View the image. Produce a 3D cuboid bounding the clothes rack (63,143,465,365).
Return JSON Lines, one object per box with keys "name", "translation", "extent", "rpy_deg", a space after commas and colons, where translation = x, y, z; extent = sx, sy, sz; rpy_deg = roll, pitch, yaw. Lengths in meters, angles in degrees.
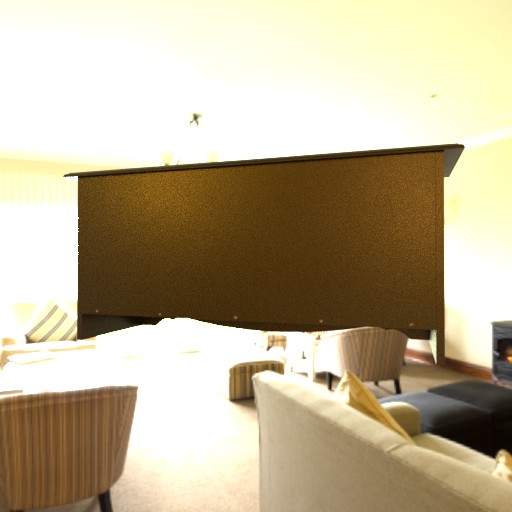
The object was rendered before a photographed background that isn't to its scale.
{"name": "clothes rack", "translation": [0.000, 0.000, 1.473], "extent": [1.219, 0.556, 0.406], "rpy_deg": [0, -1, 18]}
